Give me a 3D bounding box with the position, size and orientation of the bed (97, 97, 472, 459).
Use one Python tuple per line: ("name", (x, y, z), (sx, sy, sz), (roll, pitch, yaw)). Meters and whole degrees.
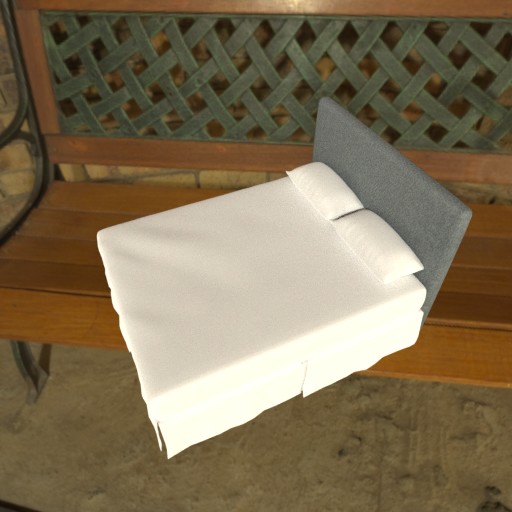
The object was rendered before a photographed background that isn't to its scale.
("bed", (0.000, 0.000, 3.256), (2.142, 1.330, 1.723), (-18, 48, -17))
